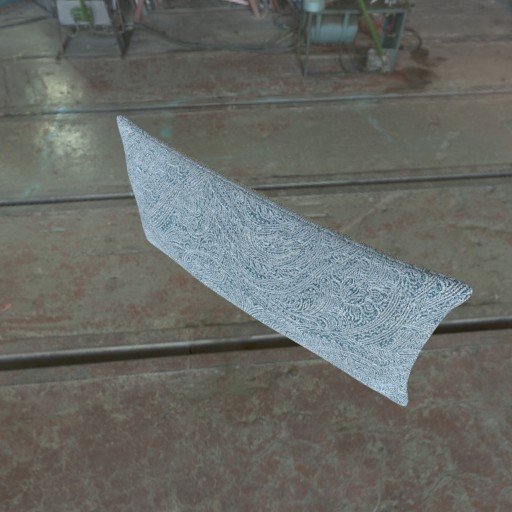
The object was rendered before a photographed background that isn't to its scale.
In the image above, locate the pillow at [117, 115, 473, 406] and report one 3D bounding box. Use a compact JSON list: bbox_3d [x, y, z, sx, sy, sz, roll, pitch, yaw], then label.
[{"bbox_3d":[0.000,0.000,0.727,0.615,0.295,0.151,30,53,26],"label":"pillow"}]
